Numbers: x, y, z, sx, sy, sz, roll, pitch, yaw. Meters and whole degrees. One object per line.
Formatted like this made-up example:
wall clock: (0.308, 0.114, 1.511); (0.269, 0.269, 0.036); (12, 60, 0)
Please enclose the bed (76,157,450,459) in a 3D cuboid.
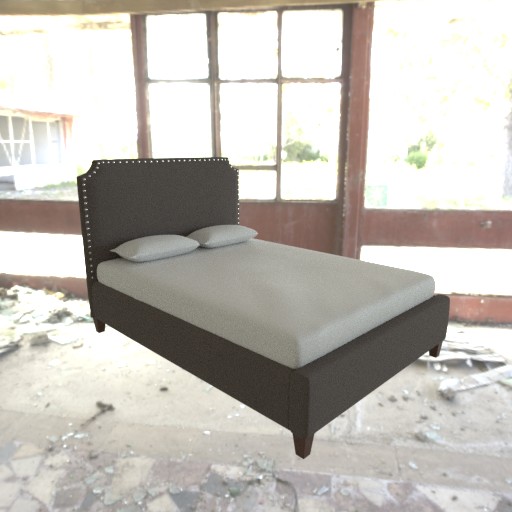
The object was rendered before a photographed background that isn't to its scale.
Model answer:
bed: (0.000, 0.000, 3.420); (2.372, 1.443, 1.713); (13, 19, 43)
